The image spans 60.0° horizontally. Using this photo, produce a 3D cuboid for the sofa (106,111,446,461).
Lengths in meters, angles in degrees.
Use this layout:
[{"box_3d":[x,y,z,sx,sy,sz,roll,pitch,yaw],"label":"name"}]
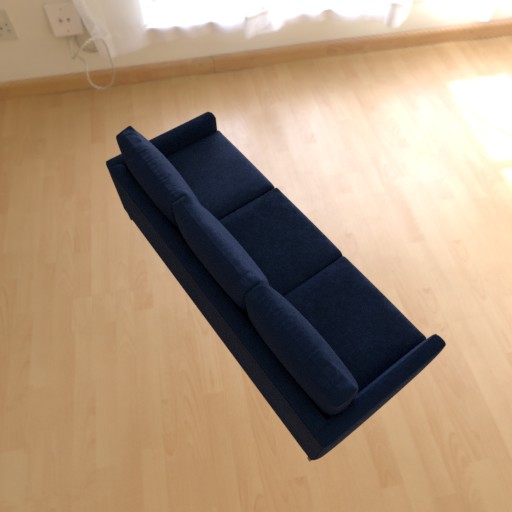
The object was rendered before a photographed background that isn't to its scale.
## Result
[{"box_3d":[0.000,0.000,2.781,0.875,0.879,2.252,-32,64,-18],"label":"sofa"}]
